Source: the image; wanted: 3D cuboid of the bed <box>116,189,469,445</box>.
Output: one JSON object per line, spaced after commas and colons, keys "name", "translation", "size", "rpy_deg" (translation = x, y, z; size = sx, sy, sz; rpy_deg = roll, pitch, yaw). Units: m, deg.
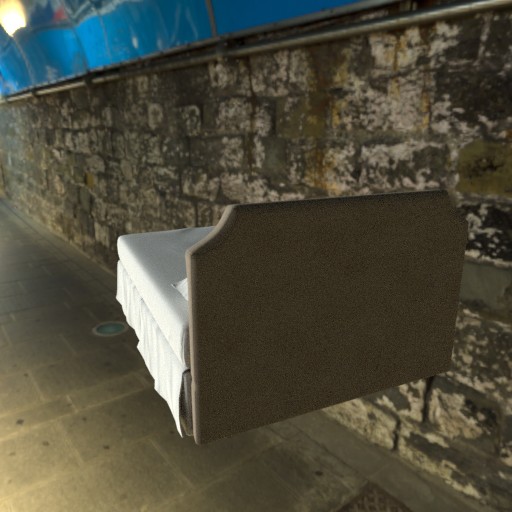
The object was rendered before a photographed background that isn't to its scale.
{"name": "bed", "translation": [0.000, 0.000, 3.602], "size": [1.977, 1.293, 2.498], "rpy_deg": [-7, 17, -24]}
